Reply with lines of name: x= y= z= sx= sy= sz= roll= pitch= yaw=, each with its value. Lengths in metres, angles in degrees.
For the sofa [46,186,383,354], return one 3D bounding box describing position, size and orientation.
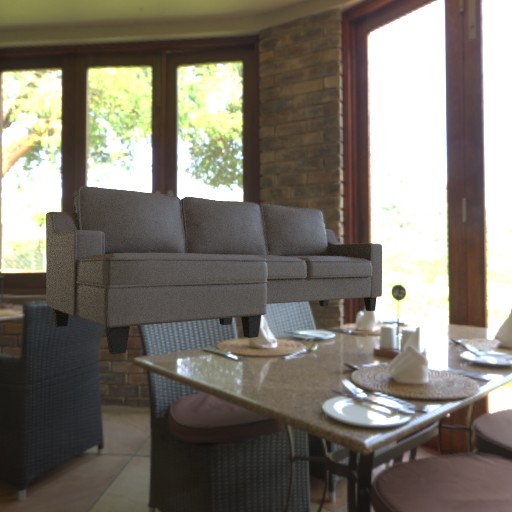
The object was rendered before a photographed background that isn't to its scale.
sofa: x=0.000 y=0.000 z=3.198 sx=2.561 sy=0.928 sz=1.294 roll=1 pitch=-1 yaw=-36
